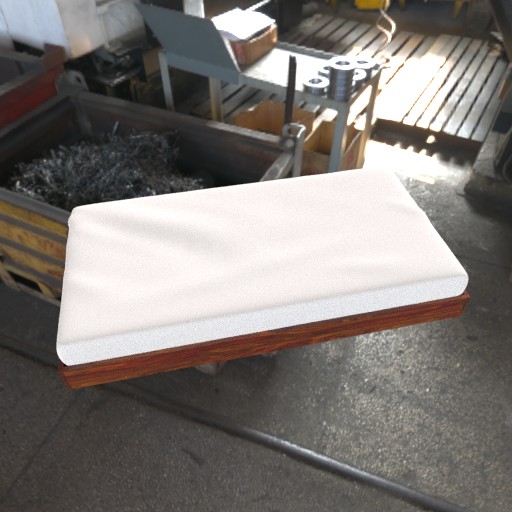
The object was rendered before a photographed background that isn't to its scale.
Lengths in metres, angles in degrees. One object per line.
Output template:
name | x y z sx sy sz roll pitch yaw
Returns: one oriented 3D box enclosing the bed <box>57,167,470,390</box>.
bed | 0.000 0.000 2.260 1.860 0.312 0.940 -9 47 -8
